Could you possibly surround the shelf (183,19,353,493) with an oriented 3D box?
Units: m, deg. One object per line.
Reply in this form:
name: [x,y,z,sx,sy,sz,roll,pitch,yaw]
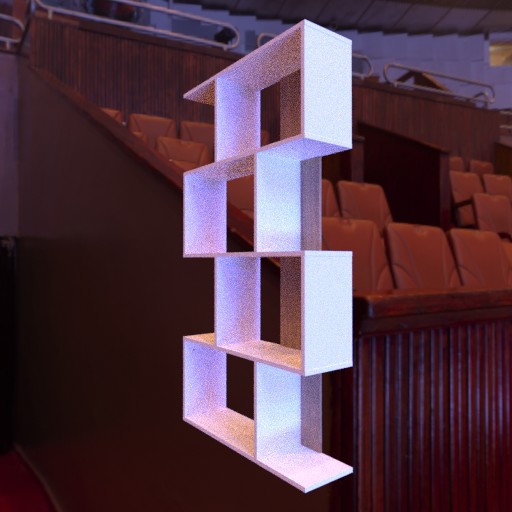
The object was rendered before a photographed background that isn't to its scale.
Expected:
shelf: [0.000,0.000,1.973,0.250,1.650,0.890,0,-1,-37]
